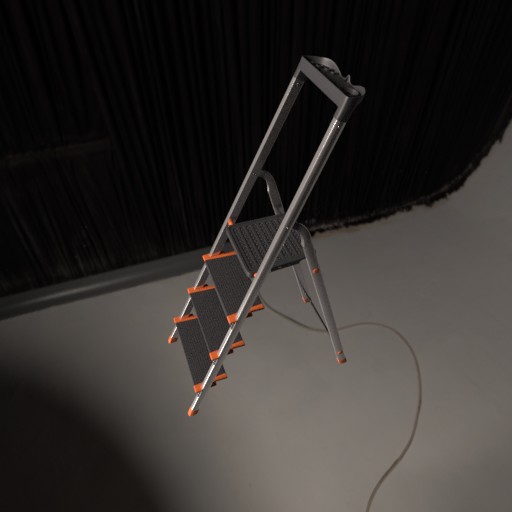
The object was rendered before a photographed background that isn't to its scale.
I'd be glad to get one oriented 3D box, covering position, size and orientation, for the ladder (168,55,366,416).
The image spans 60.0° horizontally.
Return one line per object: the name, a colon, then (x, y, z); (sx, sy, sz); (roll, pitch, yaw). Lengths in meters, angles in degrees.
ladder: (0.000, 0.000, 1.811); (0.834, 1.429, 0.452); (-15, 48, -14)
